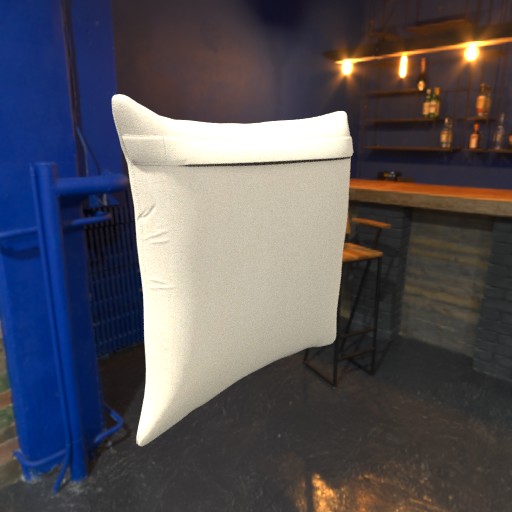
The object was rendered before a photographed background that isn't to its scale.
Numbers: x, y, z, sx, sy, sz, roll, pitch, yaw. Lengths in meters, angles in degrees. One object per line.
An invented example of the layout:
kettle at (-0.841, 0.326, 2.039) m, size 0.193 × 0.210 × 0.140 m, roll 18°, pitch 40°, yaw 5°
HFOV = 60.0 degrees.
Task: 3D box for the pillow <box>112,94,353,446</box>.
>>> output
pillow at (0.000, 0.000, 0.626) m, size 0.173 × 0.406 × 0.405 m, roll 14°, pitch 21°, yaw 43°
